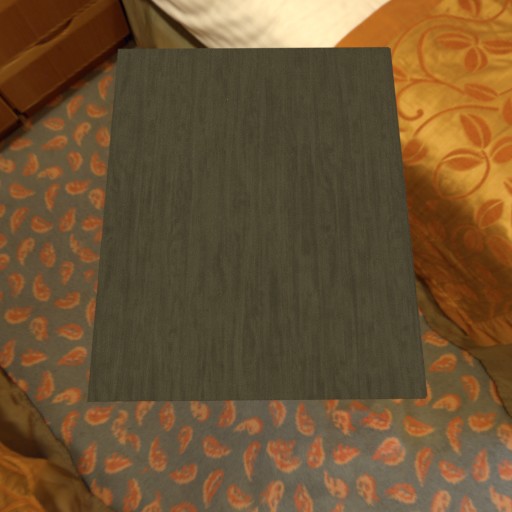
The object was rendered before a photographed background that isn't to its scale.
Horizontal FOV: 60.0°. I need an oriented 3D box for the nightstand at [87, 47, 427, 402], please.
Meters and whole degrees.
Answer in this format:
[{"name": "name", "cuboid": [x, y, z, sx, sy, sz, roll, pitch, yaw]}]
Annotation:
[{"name": "nightstand", "cuboid": [0.000, 0.000, 0.722, 0.347, 0.448, 0.427, 0, 75, 0]}]
